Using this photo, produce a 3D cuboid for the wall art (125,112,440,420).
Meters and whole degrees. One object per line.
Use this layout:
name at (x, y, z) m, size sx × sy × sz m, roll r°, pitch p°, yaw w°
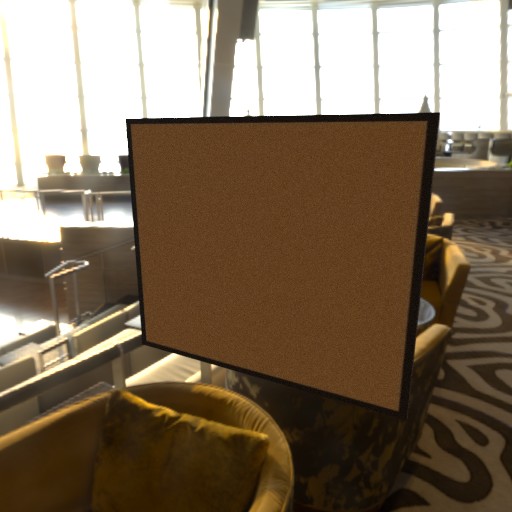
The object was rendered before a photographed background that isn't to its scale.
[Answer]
wall art at (0.000, 0.000, 1.451) m, size 1.033 × 0.875 × 0.023 m, roll 8°, pitch 18°, yaw 27°
